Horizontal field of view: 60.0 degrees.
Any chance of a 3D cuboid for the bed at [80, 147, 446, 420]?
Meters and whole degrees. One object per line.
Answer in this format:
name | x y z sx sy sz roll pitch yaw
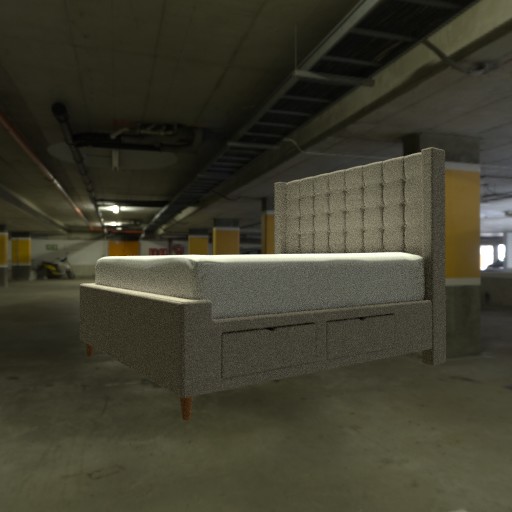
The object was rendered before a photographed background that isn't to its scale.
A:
bed | 0.000 0.000 3.764 2.372 1.748 2.044 0 -1 -35
